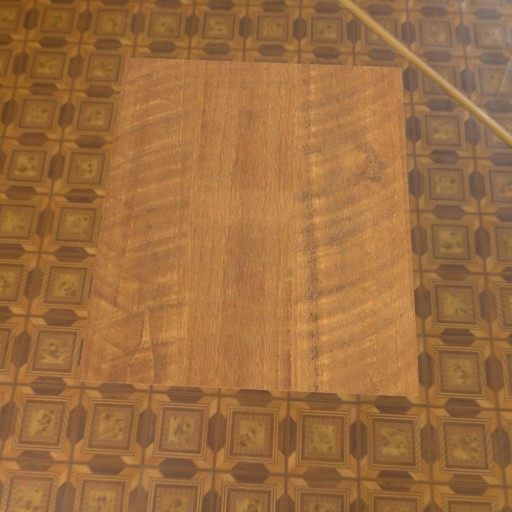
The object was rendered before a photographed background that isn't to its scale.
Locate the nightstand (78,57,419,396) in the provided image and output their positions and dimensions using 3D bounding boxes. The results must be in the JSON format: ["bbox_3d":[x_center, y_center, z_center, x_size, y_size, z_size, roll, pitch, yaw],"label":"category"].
[{"bbox_3d":[0.000,0.000,0.861,0.436,0.491,0.493,2,74,1],"label":"nightstand"}]
